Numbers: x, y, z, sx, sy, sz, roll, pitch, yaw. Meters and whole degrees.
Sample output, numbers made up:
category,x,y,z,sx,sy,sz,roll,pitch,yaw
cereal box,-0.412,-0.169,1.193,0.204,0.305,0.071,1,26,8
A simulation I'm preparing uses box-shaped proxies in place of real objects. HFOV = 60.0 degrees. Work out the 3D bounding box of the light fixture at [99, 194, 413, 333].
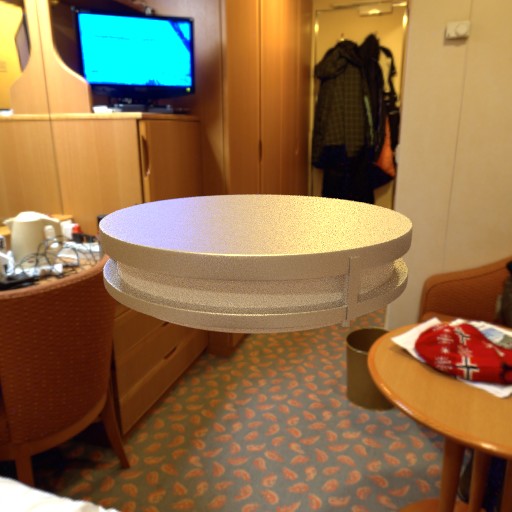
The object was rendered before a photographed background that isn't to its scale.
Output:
category,x,y,z,sx,sy,sz,roll,pitch,yaw
light fixture,0.000,0.000,0.541,0.356,0.102,0.356,0,16,0
